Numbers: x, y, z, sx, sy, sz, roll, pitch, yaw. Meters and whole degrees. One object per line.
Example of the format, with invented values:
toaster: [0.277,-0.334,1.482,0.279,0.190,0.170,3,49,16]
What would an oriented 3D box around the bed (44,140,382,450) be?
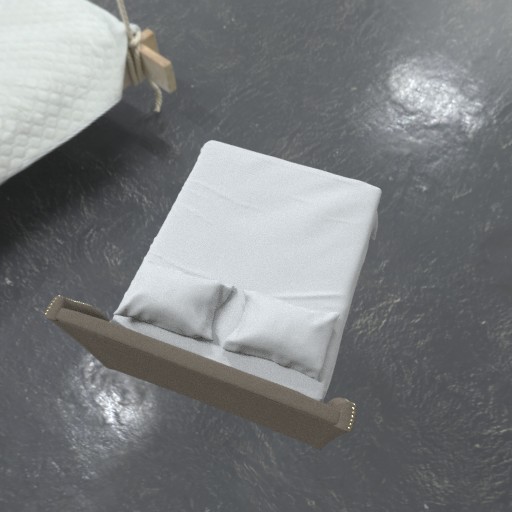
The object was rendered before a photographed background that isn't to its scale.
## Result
bed: [0.000,0.000,3.549,1.925,1.332,2.276,18,64,9]
